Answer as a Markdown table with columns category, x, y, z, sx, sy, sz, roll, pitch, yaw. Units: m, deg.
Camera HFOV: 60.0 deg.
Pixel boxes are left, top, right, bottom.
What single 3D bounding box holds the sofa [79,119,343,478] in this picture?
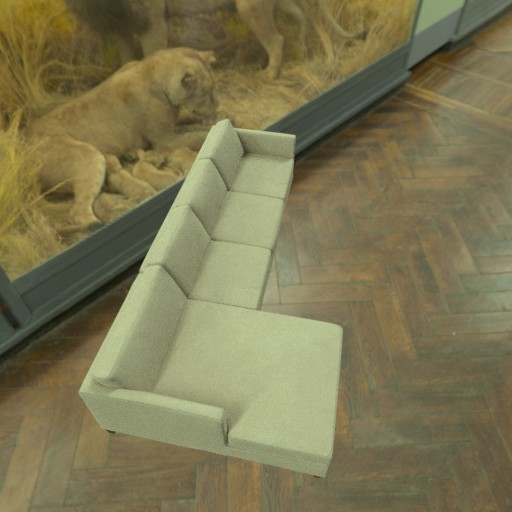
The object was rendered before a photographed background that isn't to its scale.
| category | x | y | z | sx | sy | sz | roll | pitch | yaw |
| --- | --- | --- | --- | --- | --- | --- | --- | --- | --- |
| sofa | 0.000 | 0.000 | 3.870 | 1.625 | 0.846 | 3.186 | 9 | 48 | 8 |
